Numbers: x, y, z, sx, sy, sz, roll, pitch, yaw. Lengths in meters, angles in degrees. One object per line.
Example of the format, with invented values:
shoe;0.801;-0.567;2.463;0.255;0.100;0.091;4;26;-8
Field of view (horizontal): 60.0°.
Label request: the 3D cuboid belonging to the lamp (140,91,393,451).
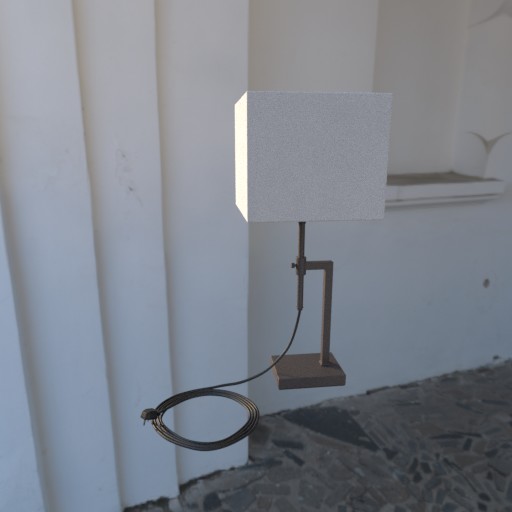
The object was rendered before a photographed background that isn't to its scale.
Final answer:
lamp;0.000;0.000;0.966;0.504;0.660;0.399;-2;14;-7
